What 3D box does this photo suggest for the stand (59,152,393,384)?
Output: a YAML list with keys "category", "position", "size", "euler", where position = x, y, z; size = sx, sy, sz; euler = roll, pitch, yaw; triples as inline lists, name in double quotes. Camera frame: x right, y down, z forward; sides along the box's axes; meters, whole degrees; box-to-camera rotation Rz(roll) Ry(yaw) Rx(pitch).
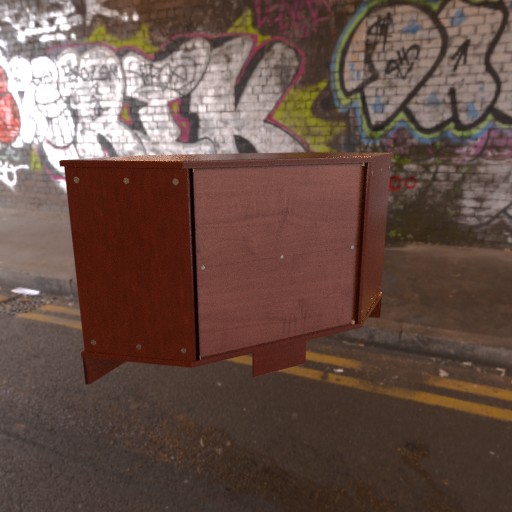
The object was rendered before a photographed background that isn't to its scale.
- category: "stand"
  position: [0.000, 0.000, 1.389]
  size: [1.072, 0.614, 0.381]
  euler: [-7, 17, -26]
